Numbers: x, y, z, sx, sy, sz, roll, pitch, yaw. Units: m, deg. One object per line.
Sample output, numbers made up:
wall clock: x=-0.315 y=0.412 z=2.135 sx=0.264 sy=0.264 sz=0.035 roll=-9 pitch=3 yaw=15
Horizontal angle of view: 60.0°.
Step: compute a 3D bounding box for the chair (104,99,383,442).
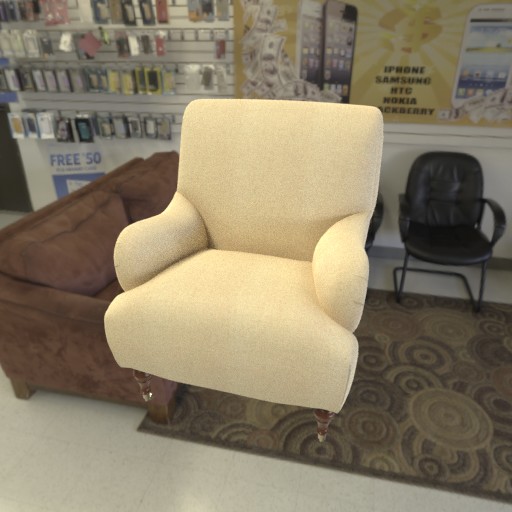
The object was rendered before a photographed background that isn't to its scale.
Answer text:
chair: x=0.000 y=0.000 z=1.535 sx=0.766 sy=0.944 sz=0.842 roll=8 pitch=28 yaw=14
